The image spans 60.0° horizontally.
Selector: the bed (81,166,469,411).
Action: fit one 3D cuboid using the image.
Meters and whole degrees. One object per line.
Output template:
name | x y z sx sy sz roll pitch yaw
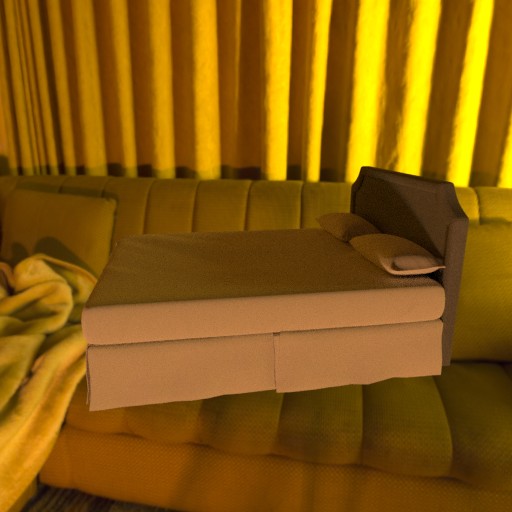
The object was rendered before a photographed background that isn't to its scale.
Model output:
bed | 0.000 0.000 3.610 2.464 1.306 1.977 -3 16 -9
